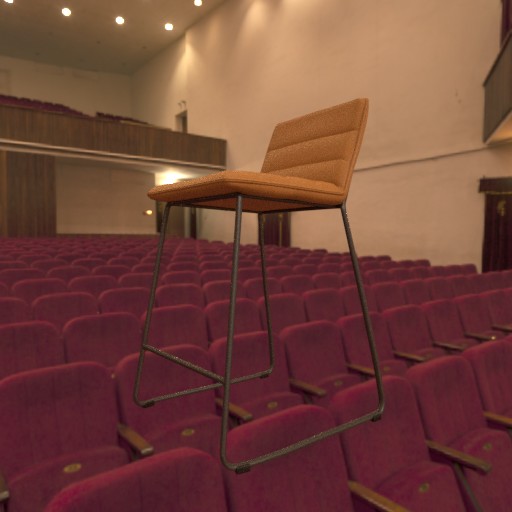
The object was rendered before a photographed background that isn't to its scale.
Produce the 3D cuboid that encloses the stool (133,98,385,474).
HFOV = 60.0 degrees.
[{"bbox_3d":[0.000,0.000,1.210,0.524,0.866,0.489,-2,2,-38],"label":"stool"}]
